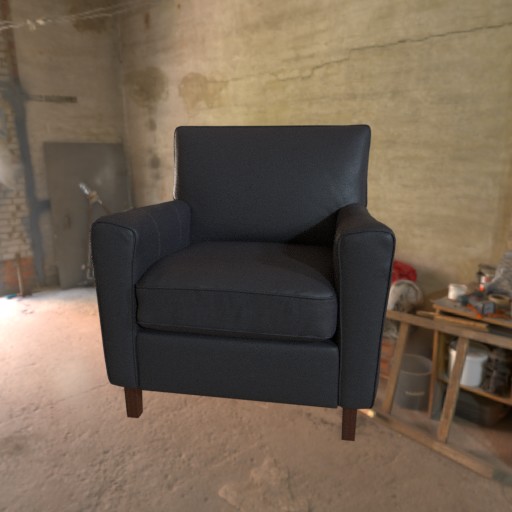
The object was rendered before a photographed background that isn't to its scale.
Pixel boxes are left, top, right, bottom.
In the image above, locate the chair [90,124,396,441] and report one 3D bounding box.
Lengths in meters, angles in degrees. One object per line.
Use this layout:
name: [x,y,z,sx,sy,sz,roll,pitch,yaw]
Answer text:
chair: [0.000,0.000,1.610,0.870,0.943,0.825,2,14,9]
